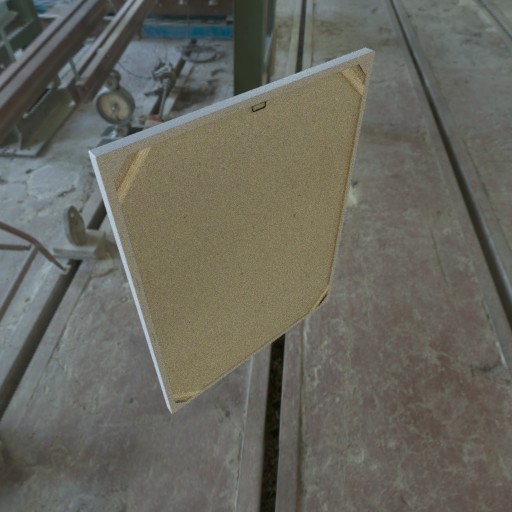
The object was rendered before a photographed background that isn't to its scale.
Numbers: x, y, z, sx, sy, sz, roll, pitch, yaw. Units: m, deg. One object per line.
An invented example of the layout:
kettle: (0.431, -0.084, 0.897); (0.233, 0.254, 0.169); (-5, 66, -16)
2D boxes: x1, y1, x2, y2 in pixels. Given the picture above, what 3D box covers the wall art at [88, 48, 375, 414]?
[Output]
wall art: (0.000, 0.000, 1.584); (0.914, 1.212, 0.038); (-31, 53, -27)
